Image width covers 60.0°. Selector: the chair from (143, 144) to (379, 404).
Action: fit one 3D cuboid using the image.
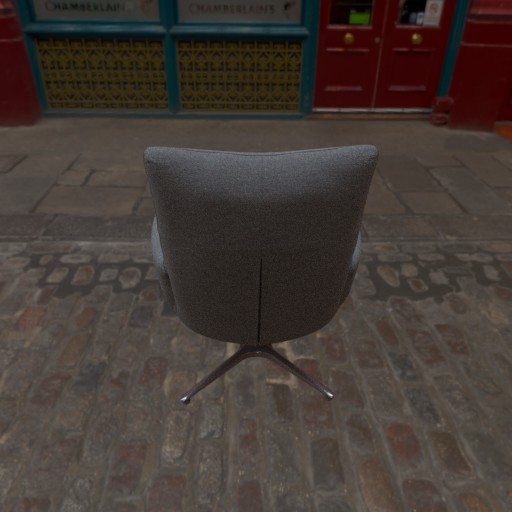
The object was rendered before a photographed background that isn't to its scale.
[{"bbox_3d":[0.000,0.000,1.536,0.702,0.984,0.831,-1,31,-2],"label":"chair"}]
